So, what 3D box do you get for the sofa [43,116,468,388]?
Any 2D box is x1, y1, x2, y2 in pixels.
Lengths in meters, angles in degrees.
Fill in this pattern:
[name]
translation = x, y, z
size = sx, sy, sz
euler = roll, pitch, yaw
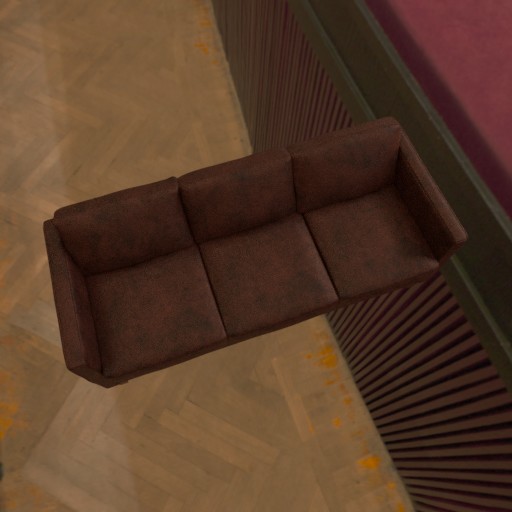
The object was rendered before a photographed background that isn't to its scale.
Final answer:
[sofa]
translation = 0.000, 0.000, 2.984
size = 2.464, 1.006, 1.045
euler = -17, 66, -8
